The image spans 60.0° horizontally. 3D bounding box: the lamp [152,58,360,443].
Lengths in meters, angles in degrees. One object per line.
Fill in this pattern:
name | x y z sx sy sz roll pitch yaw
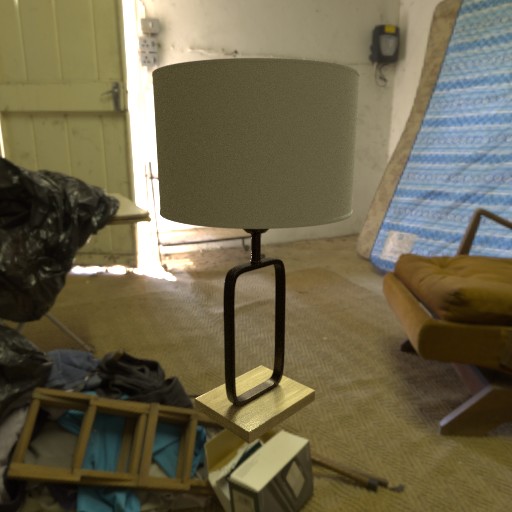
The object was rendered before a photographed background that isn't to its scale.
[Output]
lamp | 0.000 0.000 0.671 0.279 0.508 0.279 14 20 43
